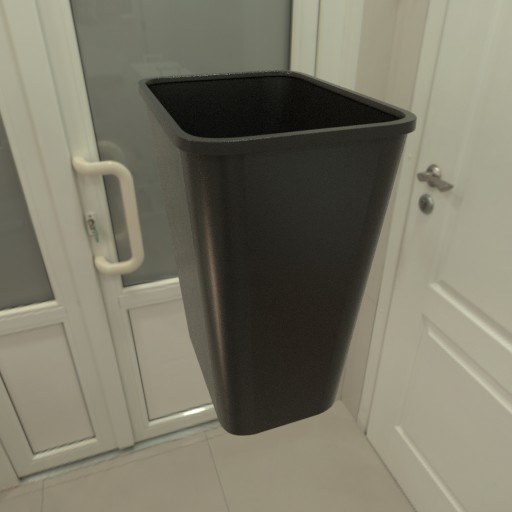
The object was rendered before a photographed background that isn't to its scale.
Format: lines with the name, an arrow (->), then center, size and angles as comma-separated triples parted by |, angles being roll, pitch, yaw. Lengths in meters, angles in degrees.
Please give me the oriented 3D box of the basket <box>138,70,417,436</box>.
basket -> 0.000, 0.000, 0.748 | 0.287, 0.521, 0.394 | -11, 33, -17
